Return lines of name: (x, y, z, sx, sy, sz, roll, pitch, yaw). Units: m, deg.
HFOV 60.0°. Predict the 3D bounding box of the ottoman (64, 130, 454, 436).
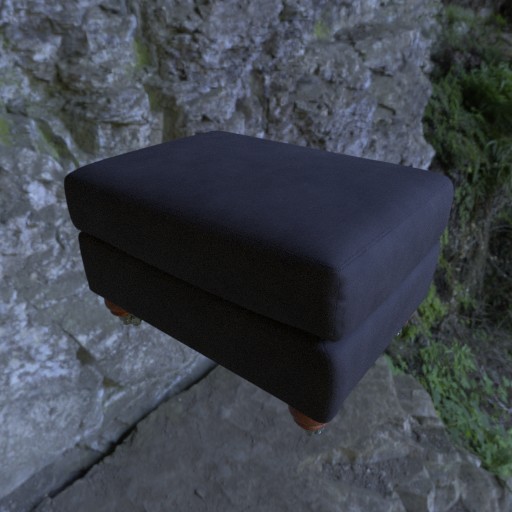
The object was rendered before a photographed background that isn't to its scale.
ottoman: (0.000, 0.000, 1.128, 0.773, 0.497, 0.574, 21, 35, 33)
